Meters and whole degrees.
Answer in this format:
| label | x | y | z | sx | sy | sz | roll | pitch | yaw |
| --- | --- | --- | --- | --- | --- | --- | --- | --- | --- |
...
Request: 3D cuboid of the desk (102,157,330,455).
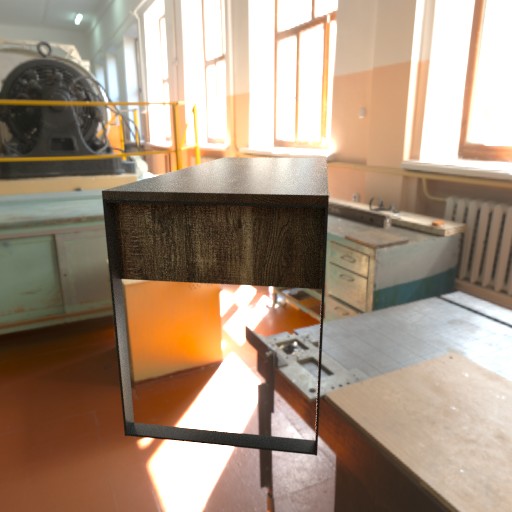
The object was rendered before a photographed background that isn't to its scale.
| label | x | y | z | sx | sy | sz | roll | pitch | yaw |
| --- | --- | --- | --- | --- | --- | --- | --- | --- | --- |
| desk | 0.000 | 0.000 | 1.960 | 0.599 | 0.762 | 1.524 | 2 | 16 | 8 |
